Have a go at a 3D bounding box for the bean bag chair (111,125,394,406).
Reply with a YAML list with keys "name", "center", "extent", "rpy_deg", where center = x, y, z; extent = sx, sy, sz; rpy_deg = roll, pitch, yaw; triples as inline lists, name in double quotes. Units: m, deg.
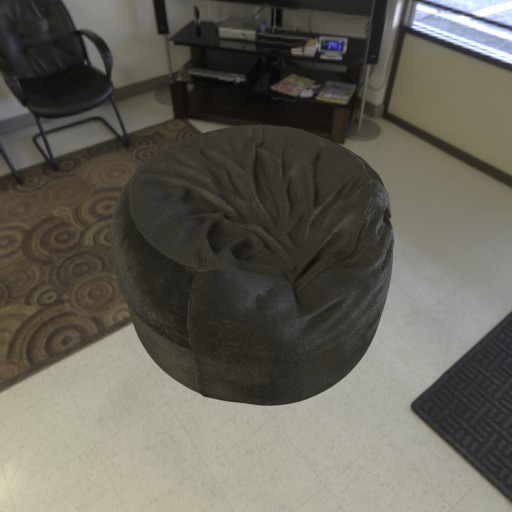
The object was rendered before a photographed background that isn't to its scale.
- name: "bean bag chair"
  center: [0.000, 0.000, 1.532]
  extent: [0.918, 0.605, 0.918]
  rpy_deg: [0, 46, 0]
